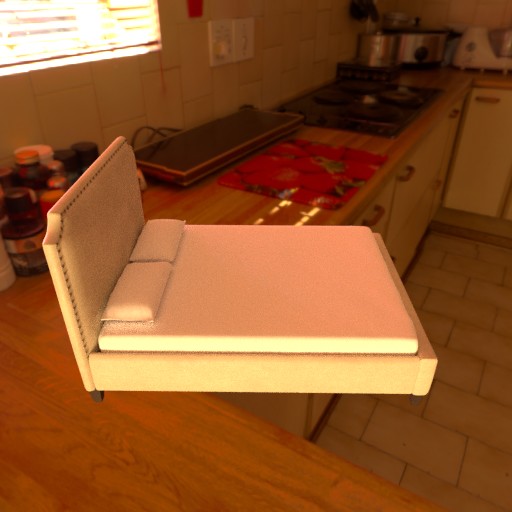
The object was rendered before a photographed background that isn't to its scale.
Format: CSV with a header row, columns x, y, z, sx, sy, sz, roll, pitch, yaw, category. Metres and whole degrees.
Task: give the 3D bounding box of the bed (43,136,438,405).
x,y,z,sx,sy,sz,roll,pitch,yaw,category
0.000,0.000,3.429,2.372,1.443,1.712,0,32,1,bed
